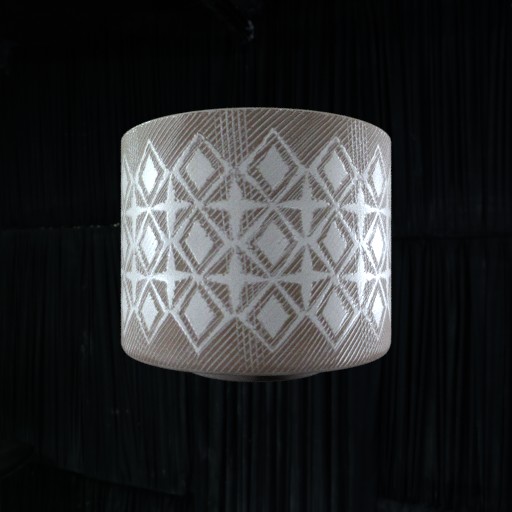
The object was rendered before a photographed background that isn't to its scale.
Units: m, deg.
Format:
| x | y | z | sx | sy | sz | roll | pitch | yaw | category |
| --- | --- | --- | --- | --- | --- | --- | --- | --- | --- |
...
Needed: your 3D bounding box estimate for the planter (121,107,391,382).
| x | y | z | sx | sy | sz | roll | pitch | yaw | category |
| --- | --- | --- | --- | --- | --- | --- | --- | --- | --- |
| 0.000 | 0.000 | 0.217 | 0.126 | 0.104 | 0.126 | 0 | 0 | 0 | planter |
